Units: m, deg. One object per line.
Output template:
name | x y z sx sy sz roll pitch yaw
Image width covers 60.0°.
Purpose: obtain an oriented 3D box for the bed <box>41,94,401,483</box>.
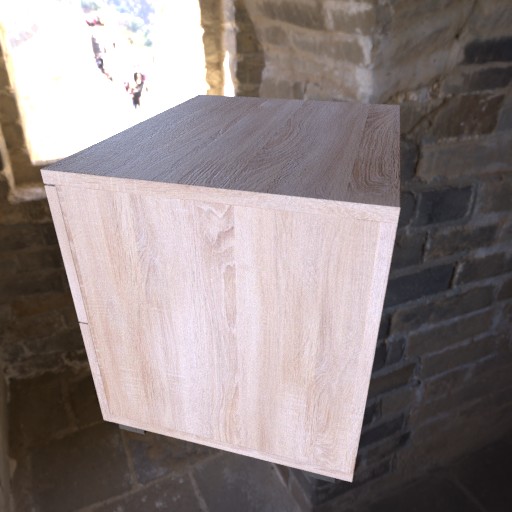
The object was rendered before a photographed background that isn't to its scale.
bed | 0.000 0.000 0.742 0.401 0.420 0.460 8 31 14
